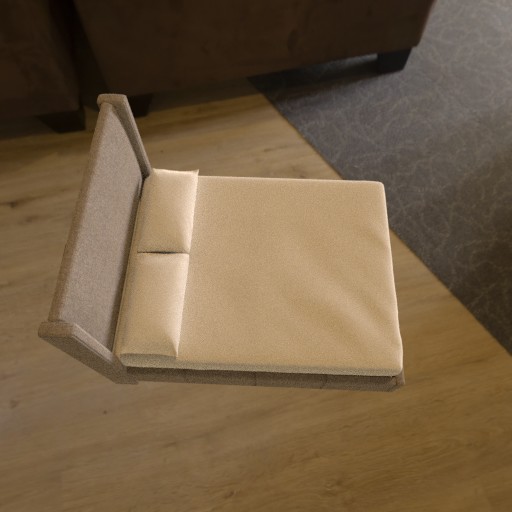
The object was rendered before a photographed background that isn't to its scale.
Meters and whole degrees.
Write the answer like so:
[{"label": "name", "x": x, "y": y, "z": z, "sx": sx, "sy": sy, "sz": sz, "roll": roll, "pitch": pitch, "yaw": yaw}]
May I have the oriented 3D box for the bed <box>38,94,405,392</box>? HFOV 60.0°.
[{"label": "bed", "x": 0.000, "y": 0.000, "z": 3.325, "sx": 2.245, "sy": 1.476, "sz": 1.714, "roll": 2, "pitch": 64, "yaw": 1}]
